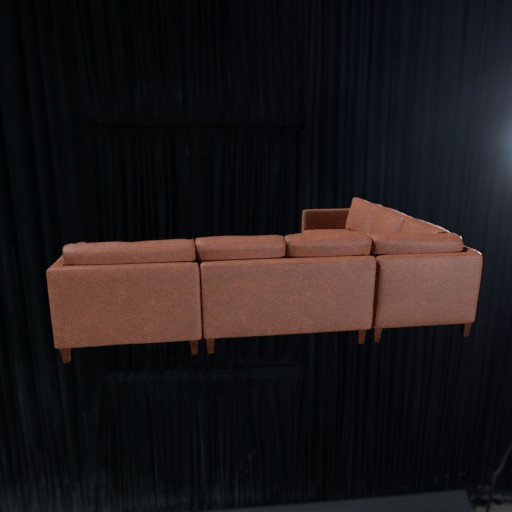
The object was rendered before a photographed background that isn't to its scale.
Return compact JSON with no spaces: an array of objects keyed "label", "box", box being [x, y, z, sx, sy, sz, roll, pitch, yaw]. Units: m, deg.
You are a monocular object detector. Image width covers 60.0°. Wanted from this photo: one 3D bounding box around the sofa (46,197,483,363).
[{"label":"sofa","box":[0.000,0.000,4.687,3.460,0.923,2.593,-2,15,-8]}]
